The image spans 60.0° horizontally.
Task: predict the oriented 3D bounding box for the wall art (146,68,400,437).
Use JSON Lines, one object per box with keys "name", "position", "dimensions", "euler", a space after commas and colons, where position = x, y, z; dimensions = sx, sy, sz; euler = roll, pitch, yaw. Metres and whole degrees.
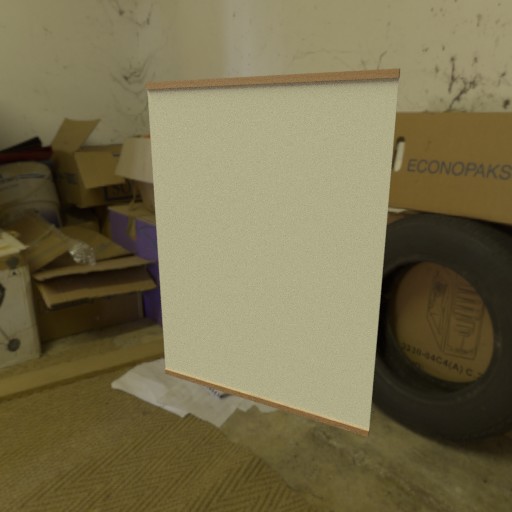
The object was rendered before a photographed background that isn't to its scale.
{"name": "wall art", "position": [0.000, 0.000, 1.348], "dimensions": [0.758, 1.016, 0.013], "euler": [8, 18, 26]}
